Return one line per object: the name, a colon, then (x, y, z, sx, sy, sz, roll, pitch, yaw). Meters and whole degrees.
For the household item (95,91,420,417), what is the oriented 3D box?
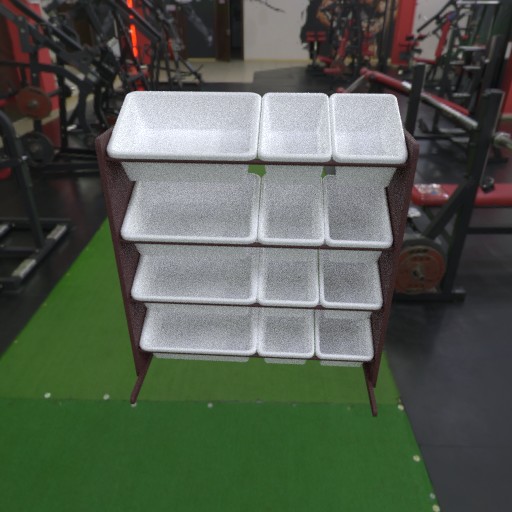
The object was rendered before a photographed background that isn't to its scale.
household item: (0.000, 0.000, 1.307, 0.787, 0.864, 0.389, 2, 30, 3)
